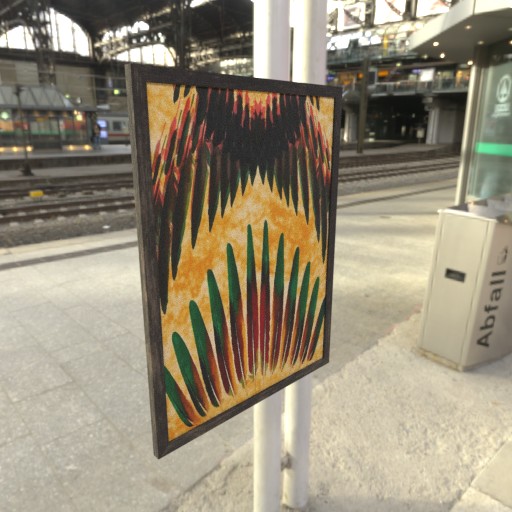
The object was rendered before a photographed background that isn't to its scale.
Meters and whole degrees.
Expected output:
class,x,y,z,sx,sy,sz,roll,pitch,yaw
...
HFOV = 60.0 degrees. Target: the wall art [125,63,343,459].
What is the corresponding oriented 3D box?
class,x,y,z,sx,sy,sz,roll,pitch,yaw
wall art,0.000,0.000,1.424,0.812,1.066,0.029,-15,21,-42
